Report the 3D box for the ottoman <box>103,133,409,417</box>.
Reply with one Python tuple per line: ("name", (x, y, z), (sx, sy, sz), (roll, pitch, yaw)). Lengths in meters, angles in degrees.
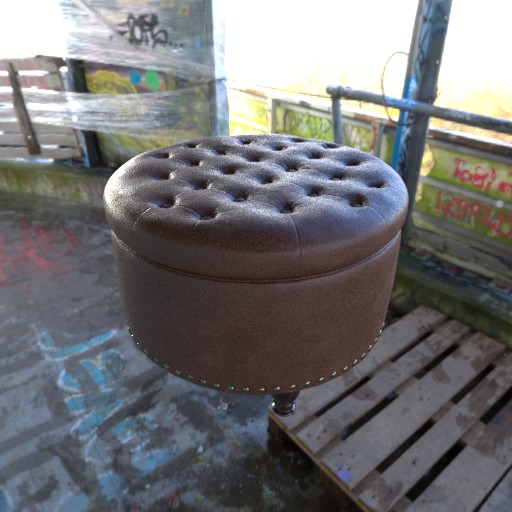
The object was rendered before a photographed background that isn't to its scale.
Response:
("ottoman", (0.000, 0.000, 1.055), (0.637, 0.442, 0.637), (0, 30, 0))
